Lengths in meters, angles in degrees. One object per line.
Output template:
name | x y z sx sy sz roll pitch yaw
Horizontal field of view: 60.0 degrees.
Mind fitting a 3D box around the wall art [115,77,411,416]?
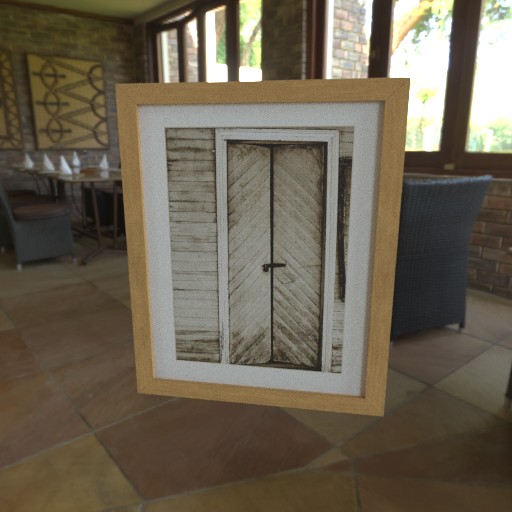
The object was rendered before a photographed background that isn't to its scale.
wall art | 0.000 0.000 0.759 0.460 0.561 0.020 2 14 9
